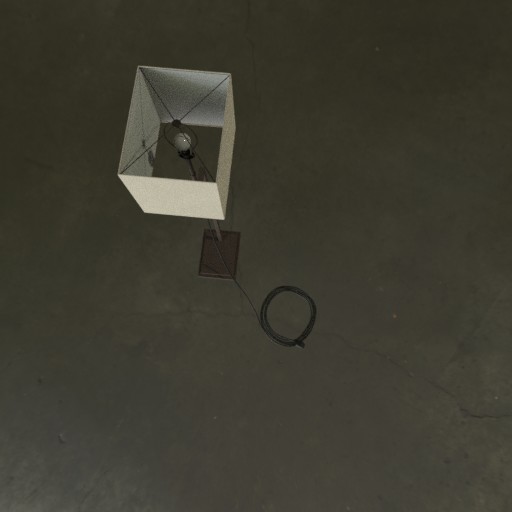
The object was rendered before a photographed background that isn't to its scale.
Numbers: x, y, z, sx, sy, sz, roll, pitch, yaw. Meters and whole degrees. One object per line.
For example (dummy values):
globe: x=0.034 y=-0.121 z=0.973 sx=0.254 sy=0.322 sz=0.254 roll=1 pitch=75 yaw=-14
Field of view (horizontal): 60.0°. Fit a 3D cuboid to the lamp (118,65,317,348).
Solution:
lamp: x=0.000 y=0.000 z=2.002 sx=0.774 sy=1.600 sz=0.698 roll=5 pitch=76 yaw=1
